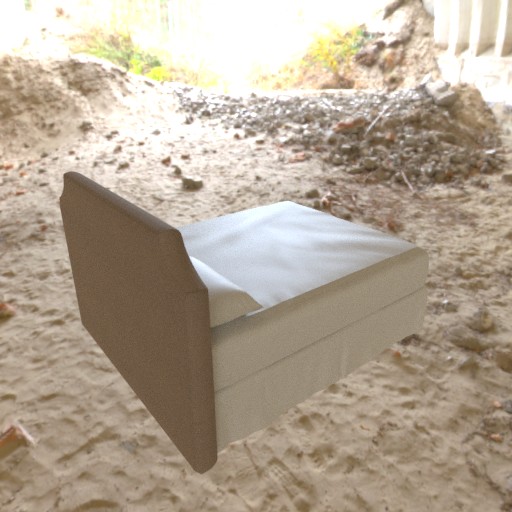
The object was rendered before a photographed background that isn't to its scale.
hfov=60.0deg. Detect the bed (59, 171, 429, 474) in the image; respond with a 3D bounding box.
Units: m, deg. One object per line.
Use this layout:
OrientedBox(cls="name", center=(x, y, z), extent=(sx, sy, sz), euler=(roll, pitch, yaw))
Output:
OrientedBox(cls="bed", center=(0.000, 0.000, 3.264), extent=(2.164, 1.303, 1.828), euler=(-18, 30, -34))
